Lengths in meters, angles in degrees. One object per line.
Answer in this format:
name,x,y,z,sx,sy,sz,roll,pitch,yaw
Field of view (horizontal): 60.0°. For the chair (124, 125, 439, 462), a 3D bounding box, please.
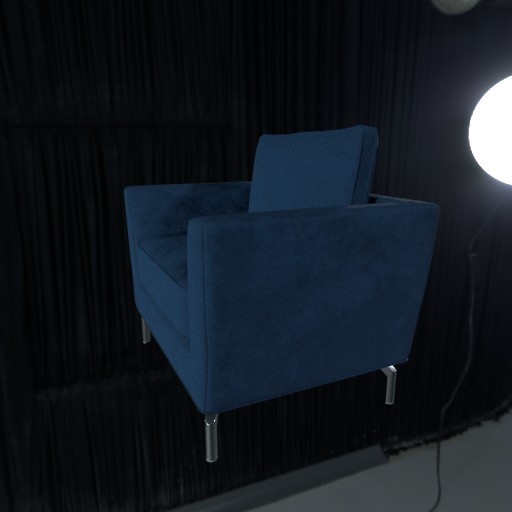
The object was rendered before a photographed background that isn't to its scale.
chair,0.000,0.000,1.604,0.746,0.893,0.977,-7,15,-25
